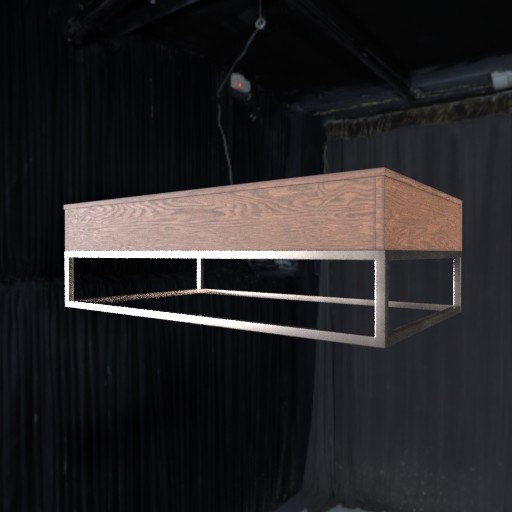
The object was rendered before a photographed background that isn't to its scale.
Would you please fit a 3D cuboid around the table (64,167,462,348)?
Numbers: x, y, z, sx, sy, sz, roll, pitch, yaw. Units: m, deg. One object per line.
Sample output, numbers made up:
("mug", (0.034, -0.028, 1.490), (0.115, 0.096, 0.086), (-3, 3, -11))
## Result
("table", (0.000, 0.000, 1.516), (1.167, 0.361, 0.719), (0, 1, 37))
